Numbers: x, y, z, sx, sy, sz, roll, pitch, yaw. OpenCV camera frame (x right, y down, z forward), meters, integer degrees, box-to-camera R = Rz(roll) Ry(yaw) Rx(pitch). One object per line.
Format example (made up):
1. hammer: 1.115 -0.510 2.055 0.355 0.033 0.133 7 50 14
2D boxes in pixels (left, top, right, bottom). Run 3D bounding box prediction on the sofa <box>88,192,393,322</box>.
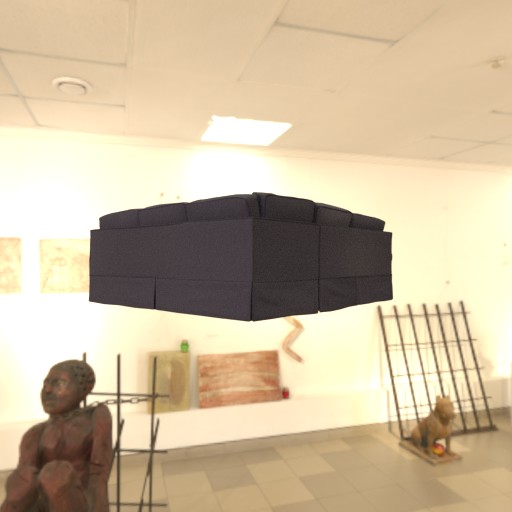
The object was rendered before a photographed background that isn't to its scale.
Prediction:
1. sofa: 0.000 0.000 5.197 3.773 1.169 2.874 0 0 -18
